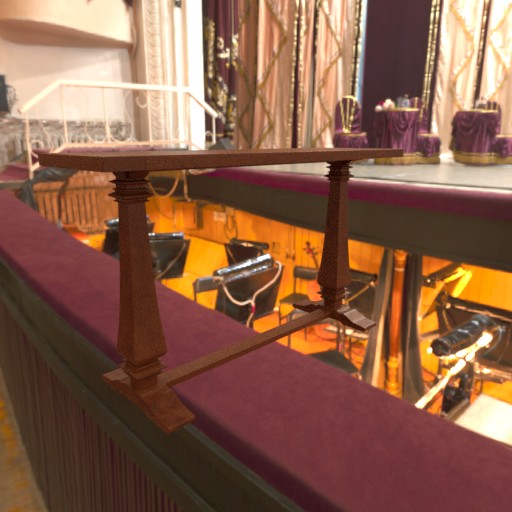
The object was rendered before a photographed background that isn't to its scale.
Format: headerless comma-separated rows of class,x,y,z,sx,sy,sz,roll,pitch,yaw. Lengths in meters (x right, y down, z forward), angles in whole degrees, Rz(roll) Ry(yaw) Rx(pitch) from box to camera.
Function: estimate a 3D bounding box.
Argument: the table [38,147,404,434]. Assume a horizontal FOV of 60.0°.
table,0.000,0.000,1.840,1.478,0.852,0.461,-14,20,-42
